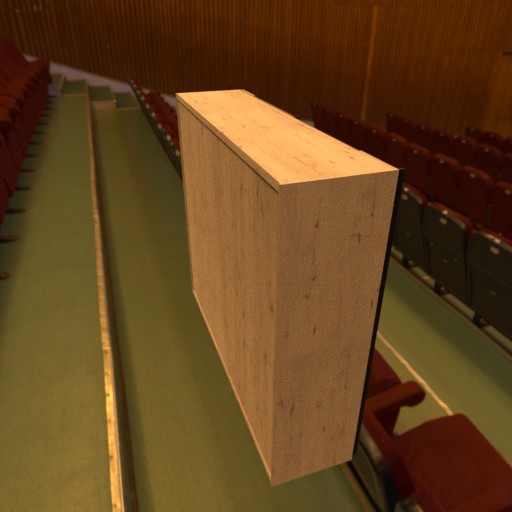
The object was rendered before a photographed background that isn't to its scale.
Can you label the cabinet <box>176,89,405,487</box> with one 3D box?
[{"bbox_3d":[0.000,0.000,3.624,0.660,2.180,2.500,-10,31,-17],"label":"cabinet"}]
